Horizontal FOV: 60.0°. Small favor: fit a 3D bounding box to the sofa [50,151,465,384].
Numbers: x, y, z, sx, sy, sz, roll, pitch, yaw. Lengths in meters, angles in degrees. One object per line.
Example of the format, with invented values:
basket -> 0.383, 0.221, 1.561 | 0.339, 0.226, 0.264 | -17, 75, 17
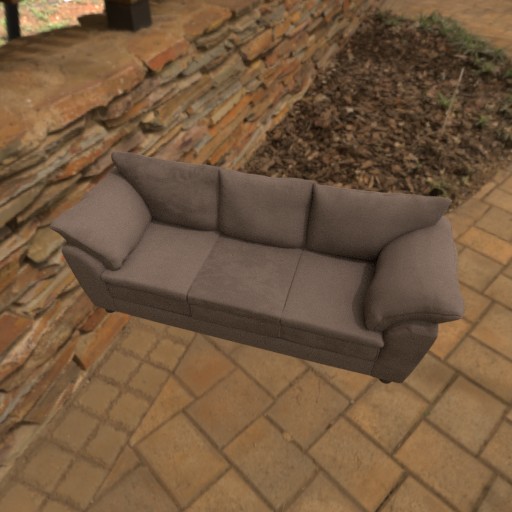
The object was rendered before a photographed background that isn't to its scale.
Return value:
sofa -> 0.000, 0.000, 2.878 | 2.377, 0.981, 0.893 | 12, 43, 13
